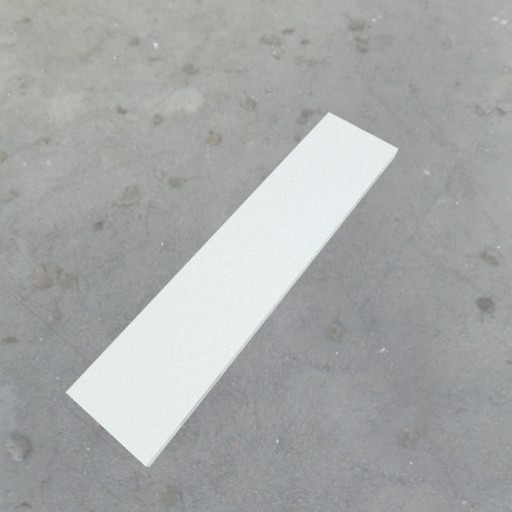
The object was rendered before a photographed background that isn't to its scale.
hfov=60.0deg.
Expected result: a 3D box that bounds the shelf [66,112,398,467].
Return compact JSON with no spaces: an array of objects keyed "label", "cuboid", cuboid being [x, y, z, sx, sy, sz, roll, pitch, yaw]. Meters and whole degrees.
[{"label":"shelf","cuboid":[0.000,0.000,0.662,0.140,0.020,0.610,34,67,17]}]
